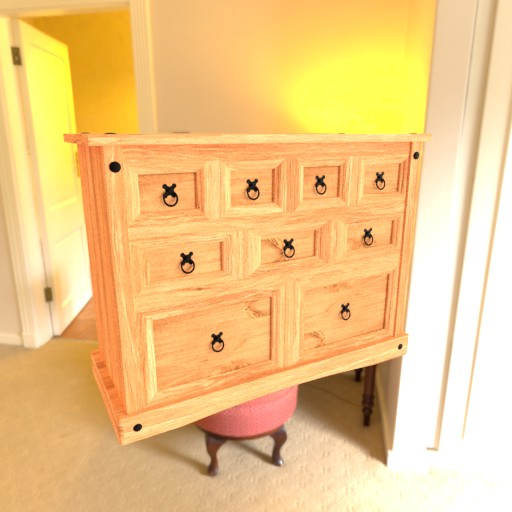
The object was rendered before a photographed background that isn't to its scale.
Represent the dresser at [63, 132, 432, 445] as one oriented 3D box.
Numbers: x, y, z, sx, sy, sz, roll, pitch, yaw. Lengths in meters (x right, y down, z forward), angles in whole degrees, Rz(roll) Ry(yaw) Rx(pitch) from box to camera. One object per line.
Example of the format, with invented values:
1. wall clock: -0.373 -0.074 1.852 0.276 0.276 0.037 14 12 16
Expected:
1. dresser: 0.000 0.000 1.379 0.990 0.740 0.410 -8 18 -28
